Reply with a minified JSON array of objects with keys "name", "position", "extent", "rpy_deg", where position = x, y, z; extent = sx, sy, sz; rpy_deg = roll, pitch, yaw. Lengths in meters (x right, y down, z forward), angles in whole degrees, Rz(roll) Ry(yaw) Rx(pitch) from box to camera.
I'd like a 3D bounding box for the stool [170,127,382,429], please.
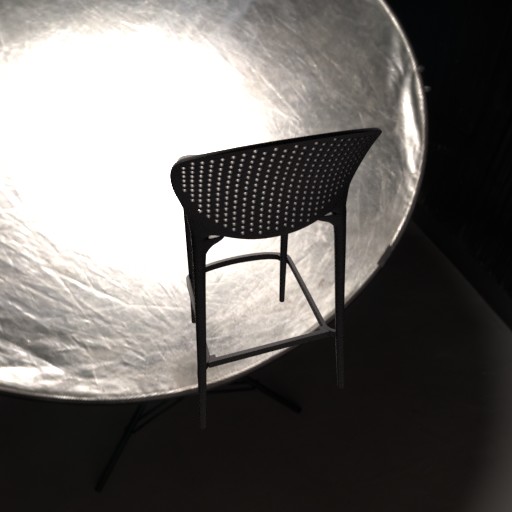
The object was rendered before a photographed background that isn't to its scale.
[{"name":"stool","position":[0.000,0.000,1.355],"extent":[0.536,1.045,0.535],"rpy_deg":[-12,44,-13]}]
